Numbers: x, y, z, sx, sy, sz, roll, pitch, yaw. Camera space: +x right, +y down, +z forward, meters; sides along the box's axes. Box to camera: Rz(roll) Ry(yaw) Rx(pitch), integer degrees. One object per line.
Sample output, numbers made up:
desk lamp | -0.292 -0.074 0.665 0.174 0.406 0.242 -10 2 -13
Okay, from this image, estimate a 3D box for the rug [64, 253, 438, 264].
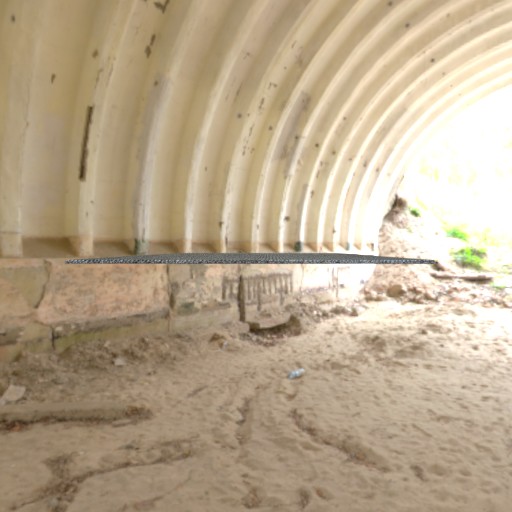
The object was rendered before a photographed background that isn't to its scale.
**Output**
rug | 0.000 0.000 3.041 1.538 0.021 2.443 0 1 1
